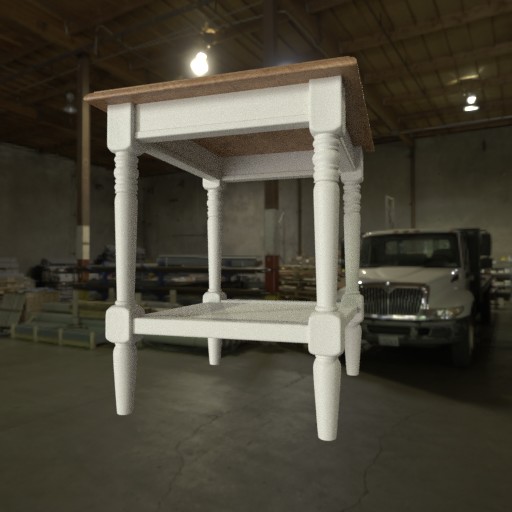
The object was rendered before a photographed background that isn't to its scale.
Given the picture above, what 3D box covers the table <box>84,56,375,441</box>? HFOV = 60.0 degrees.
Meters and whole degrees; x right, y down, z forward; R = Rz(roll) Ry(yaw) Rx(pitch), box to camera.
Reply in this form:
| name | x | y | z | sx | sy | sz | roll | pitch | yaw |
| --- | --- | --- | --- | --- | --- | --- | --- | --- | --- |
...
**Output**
| name | x | y | z | sx | sy | sz | roll | pitch | yaw |
| --- | --- | --- | --- | --- | --- | --- | --- | --- | --- |
| table | 0.000 | 0.000 | 0.925 | 0.457 | 0.561 | 0.508 | 0 | -1 | 18 |
